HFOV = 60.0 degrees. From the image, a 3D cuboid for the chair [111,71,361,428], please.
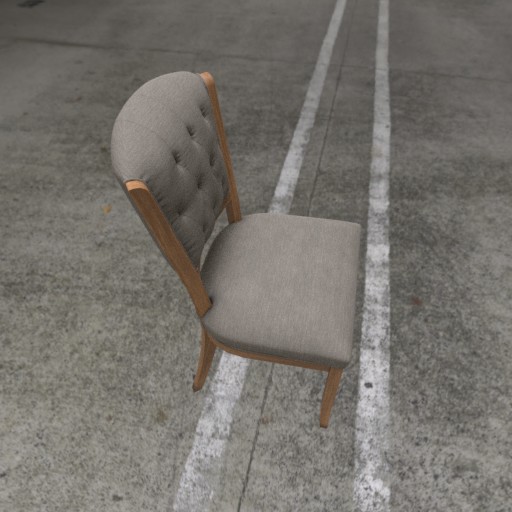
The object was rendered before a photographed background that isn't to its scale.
[{"bbox_3d":[0.000,0.000,1.253,0.584,0.905,0.513,9,48,8],"label":"chair"}]
